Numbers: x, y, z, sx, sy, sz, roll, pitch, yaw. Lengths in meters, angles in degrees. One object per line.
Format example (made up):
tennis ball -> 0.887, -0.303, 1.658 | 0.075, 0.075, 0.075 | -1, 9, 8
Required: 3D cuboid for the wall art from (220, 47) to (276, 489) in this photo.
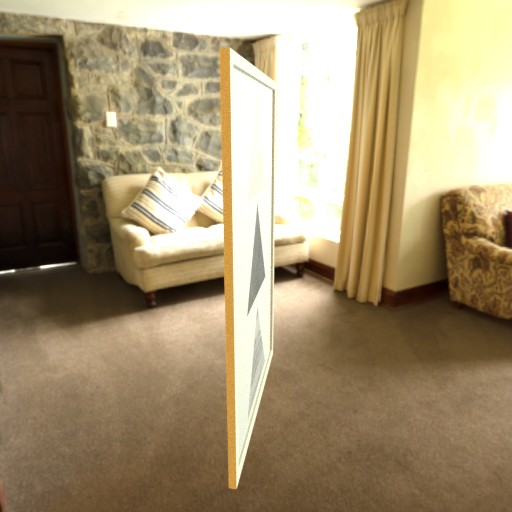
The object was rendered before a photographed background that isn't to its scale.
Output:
wall art -> 0.000, 0.000, 0.843 | 0.013, 0.656, 0.456 | 3, 17, 9
